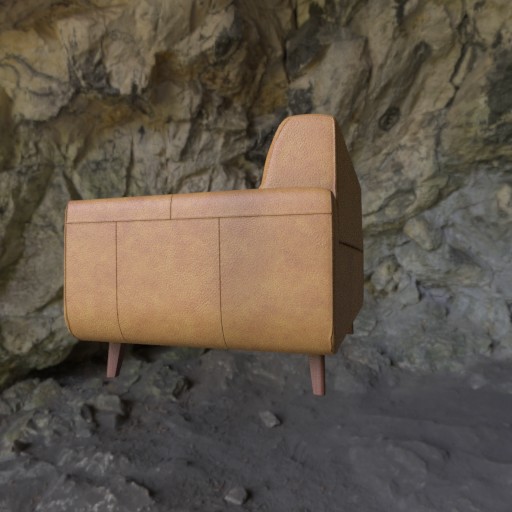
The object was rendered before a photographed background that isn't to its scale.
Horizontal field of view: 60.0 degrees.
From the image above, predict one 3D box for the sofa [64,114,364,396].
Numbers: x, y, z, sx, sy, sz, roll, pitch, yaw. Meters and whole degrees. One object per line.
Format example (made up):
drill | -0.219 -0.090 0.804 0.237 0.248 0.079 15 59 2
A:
sofa | 0.000 0.000 2.181 0.952 0.925 1.651 0 -1 16
